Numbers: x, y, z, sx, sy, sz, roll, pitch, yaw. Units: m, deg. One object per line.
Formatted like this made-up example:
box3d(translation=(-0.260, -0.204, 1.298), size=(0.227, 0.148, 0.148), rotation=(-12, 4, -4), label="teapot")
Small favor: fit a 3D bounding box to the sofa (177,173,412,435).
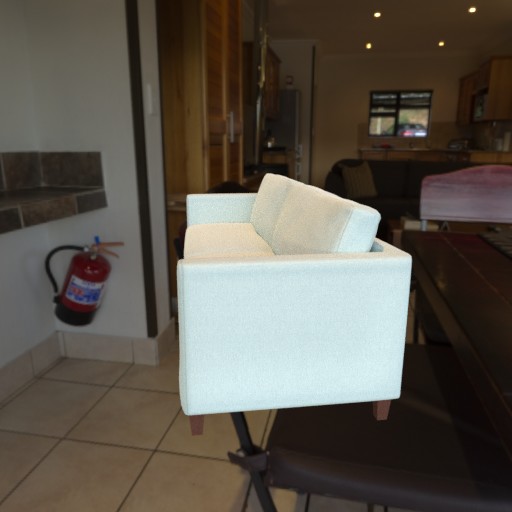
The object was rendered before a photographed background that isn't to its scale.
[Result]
box3d(translation=(0.000, 0.000, 2.896), size=(0.948, 0.965, 2.434), rotation=(-2, 14, -8), label="sofa")
